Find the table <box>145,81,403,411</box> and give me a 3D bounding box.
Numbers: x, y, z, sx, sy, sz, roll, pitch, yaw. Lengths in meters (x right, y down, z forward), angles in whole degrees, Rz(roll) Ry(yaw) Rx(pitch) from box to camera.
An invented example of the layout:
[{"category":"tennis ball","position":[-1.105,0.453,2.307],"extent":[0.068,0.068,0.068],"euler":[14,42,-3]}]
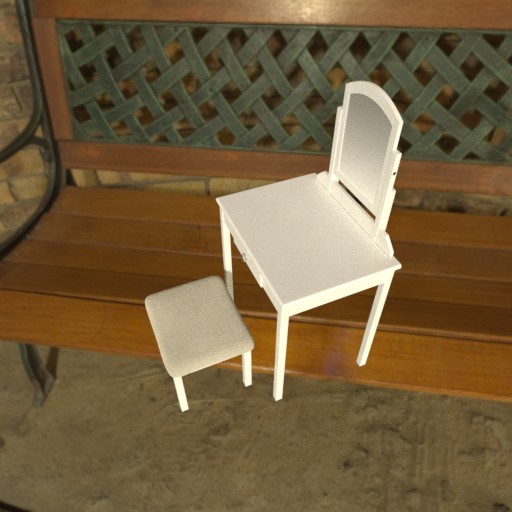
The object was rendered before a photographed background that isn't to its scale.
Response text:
[{"category":"table","position":[0.000,0.000,2.342],"extent":[1.211,1.631,0.876],"euler":[-17,47,-17]}]
